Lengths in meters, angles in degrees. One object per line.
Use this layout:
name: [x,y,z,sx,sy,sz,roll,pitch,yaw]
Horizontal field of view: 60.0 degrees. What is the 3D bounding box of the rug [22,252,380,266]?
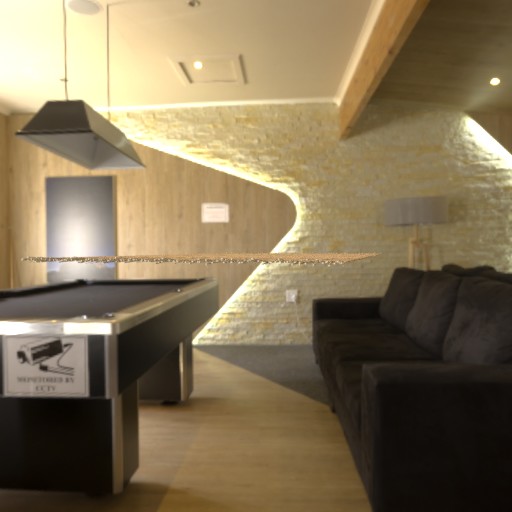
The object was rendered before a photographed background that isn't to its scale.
rug: [0.000,0.000,2.441,1.224,0.028,2.023,0,1,19]
